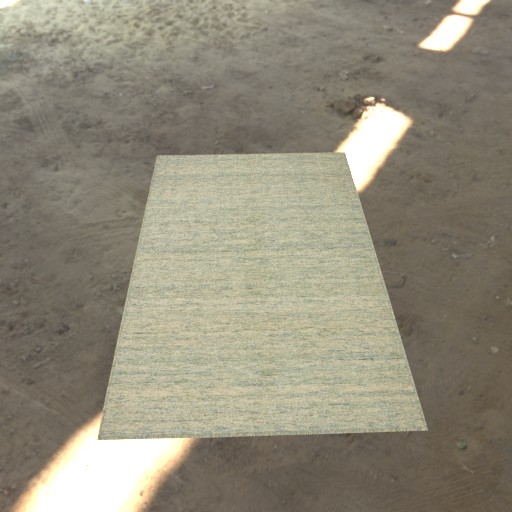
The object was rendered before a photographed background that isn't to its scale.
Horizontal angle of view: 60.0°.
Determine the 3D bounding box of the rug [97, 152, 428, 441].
[{"bbox_3d":[0.000,0.000,2.299,1.250,0.015,1.850,-1,47,-1],"label":"rug"}]
